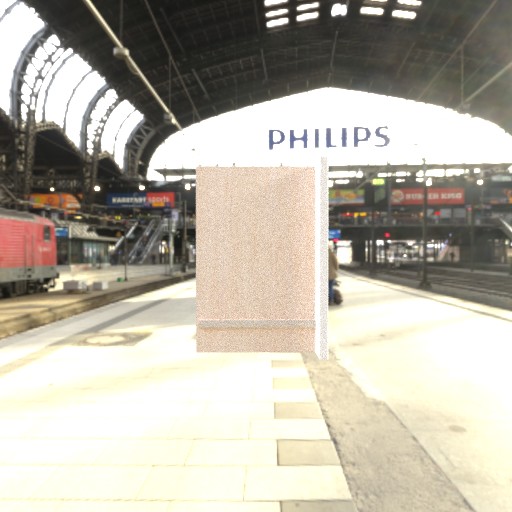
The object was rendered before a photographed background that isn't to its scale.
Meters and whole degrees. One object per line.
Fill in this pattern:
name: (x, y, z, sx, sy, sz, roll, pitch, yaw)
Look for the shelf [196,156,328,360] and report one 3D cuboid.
shelf: (0.000, 0.000, 1.159, 0.200, 0.300, 1.020, 0, 0, -1)
